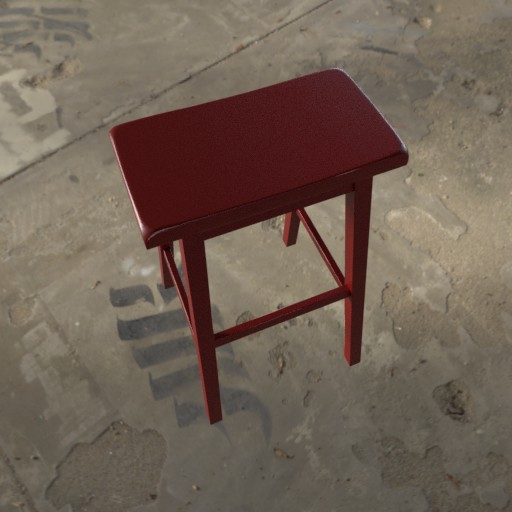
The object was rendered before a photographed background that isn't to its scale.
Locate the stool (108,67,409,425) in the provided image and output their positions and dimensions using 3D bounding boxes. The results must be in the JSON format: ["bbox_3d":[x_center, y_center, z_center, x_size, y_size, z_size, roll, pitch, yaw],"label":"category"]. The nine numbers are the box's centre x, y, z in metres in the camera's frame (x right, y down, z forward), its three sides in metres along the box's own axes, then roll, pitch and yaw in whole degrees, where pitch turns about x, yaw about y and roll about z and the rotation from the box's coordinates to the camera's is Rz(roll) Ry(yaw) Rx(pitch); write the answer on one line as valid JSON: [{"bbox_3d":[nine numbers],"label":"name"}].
[{"bbox_3d":[0.000,0.000,1.040,0.457,0.737,0.476,-19,60,-11],"label":"stool"}]
